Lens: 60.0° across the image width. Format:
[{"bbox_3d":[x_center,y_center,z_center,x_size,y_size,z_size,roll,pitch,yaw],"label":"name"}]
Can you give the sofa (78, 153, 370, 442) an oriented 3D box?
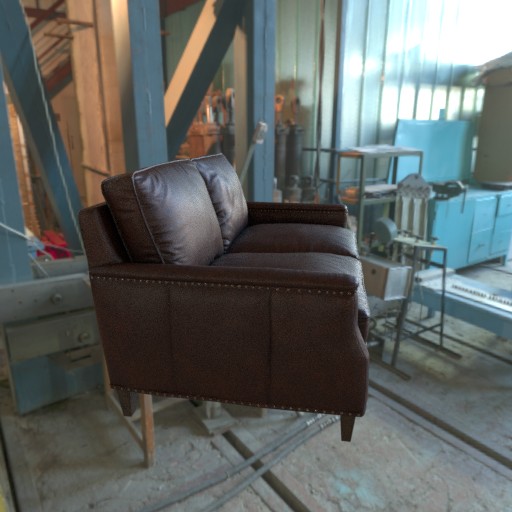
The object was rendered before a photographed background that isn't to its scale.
[{"bbox_3d":[0.000,0.000,2.320,1.083,1.003,1.628,3,16,9],"label":"sofa"}]
